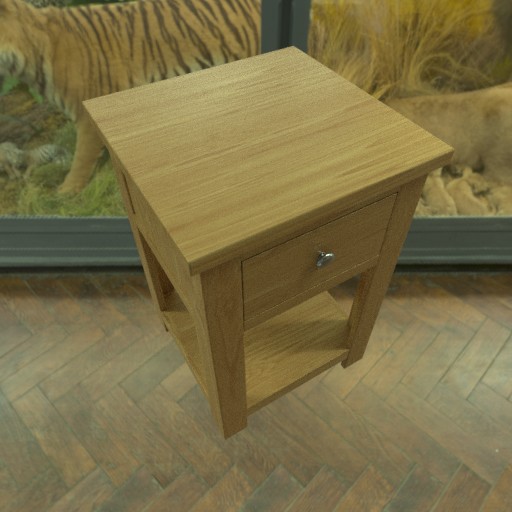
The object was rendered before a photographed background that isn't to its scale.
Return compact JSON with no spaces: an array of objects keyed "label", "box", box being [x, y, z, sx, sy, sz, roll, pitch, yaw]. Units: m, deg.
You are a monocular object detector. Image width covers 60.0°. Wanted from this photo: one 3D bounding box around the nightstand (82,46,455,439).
[{"label":"nightstand","box":[0.000,0.000,0.917,0.428,0.614,0.418,-24,52,-20]}]
